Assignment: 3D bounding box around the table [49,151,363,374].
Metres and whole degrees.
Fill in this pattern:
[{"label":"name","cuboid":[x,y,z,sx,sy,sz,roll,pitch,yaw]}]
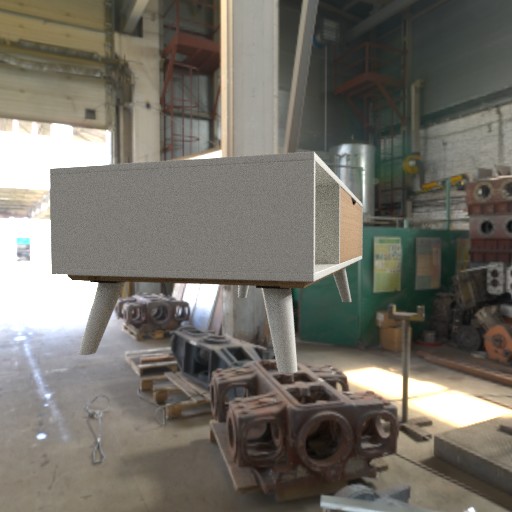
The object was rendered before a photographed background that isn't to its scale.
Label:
[{"label":"table","cuboid":[0.000,0.000,1.494,0.609,0.432,1.194,1,2,18]}]
